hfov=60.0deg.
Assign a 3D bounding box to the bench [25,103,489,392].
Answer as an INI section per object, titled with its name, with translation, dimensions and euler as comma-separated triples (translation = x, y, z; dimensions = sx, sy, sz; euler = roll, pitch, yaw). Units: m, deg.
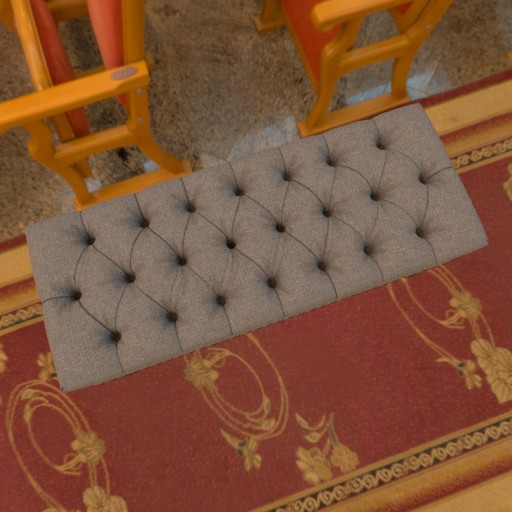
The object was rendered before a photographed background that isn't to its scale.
[bench]
translation = 0.000, 0.000, 1.260
dimensions = 1.052, 0.470, 0.417
euler = -19, 76, -5
